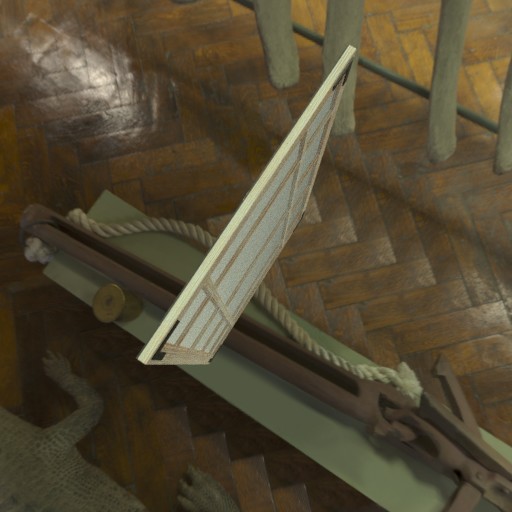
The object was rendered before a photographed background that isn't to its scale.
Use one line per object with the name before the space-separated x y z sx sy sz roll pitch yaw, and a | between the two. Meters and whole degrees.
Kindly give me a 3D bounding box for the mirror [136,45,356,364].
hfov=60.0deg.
mirror | 0.000 0.000 1.275 0.025 0.996 0.705 31 78 7
